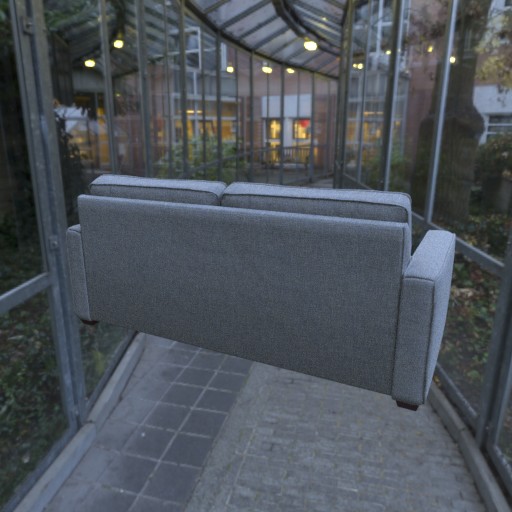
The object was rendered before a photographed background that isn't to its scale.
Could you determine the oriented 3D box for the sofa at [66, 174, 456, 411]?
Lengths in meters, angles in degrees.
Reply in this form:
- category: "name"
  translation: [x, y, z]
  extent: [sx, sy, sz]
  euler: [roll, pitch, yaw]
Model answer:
- category: "sofa"
  translation: [0.000, 0.000, 2.578]
  extent: [2.078, 0.918, 0.945]
  euler: [8, 18, 26]
